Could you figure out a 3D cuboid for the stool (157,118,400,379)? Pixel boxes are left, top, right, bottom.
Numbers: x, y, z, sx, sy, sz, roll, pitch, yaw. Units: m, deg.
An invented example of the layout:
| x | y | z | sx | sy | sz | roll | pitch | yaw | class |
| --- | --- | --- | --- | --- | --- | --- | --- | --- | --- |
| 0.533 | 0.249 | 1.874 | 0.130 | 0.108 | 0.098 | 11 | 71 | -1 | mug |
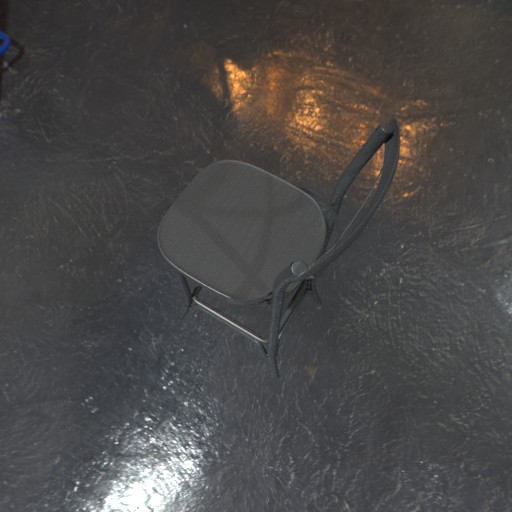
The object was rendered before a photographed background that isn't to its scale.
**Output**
| x | y | z | sx | sy | sz | roll | pitch | yaw | class |
| --- | --- | --- | --- | --- | --- | --- | --- | --- | --- |
| 0.000 | 0.000 | 1.452 | 0.584 | 1.168 | 0.457 | 29 | 68 | 13 | stool |
